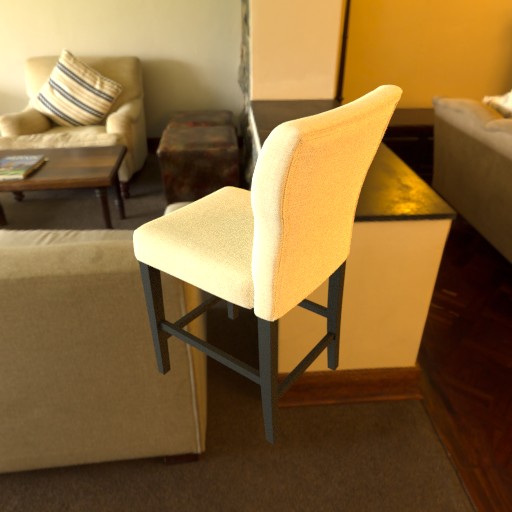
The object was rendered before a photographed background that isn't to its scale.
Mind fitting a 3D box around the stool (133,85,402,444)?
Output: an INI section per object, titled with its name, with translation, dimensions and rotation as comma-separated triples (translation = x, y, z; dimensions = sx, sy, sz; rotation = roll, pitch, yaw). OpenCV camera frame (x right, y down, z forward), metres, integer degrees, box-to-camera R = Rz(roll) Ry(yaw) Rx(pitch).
[stool]
translation = 0.000, 0.000, 1.341
dimensions = 0.603, 0.972, 0.514
rotation = 21, 37, 31
